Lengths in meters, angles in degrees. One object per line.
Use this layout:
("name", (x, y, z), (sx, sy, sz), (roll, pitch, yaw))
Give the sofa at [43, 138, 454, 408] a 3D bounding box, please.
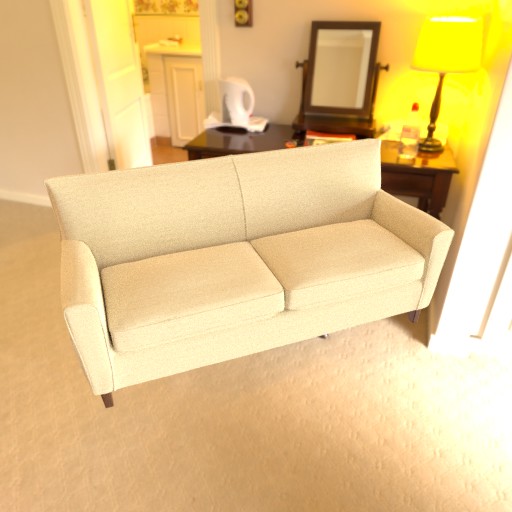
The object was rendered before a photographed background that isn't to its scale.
("sofa", (0.000, 0.000, 2.454), (2.001, 0.907, 0.841), (-11, 33, -18))
